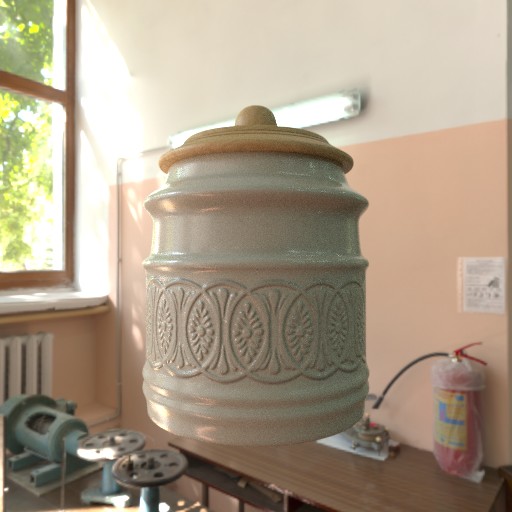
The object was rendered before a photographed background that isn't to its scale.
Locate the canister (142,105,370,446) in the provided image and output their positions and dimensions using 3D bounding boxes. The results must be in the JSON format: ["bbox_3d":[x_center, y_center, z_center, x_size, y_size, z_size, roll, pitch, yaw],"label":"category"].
[{"bbox_3d":[0.000,0.000,0.262,0.130,0.176,0.130,0,-1,0],"label":"canister"}]
